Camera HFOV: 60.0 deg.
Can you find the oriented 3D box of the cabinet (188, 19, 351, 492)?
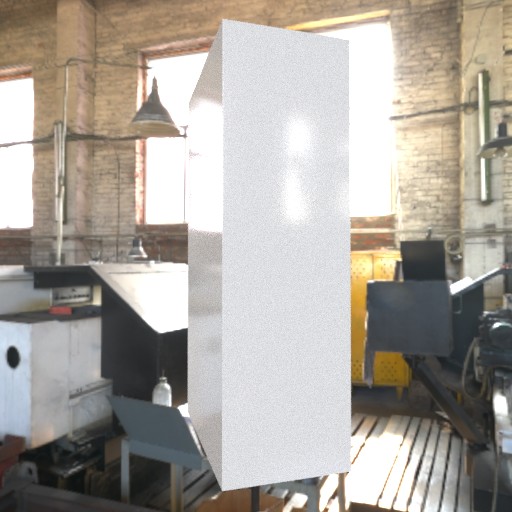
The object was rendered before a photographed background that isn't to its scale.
[{"bbox_3d":[0.000,0.000,2.347,0.580,1.920,0.980,0,-1,-17],"label":"cabinet"}]
